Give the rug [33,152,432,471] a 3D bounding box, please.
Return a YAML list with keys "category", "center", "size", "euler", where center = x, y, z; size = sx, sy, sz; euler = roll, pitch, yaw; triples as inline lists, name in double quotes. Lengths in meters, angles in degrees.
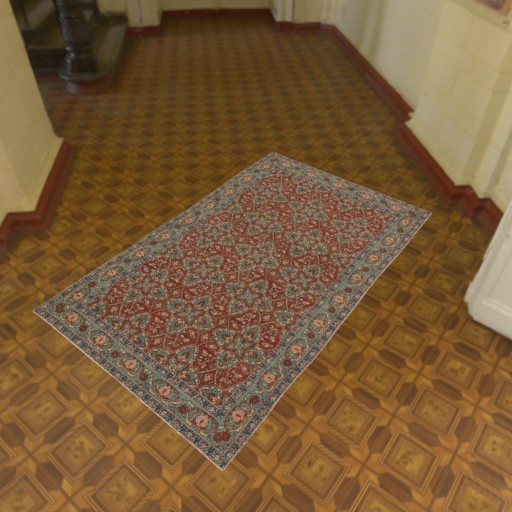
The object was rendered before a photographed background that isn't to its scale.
- category: "rug"
  center: [0.000, 0.000, 3.042]
  size: [1.533, 0.011, 2.439]
  euler: [28, 49, 27]
